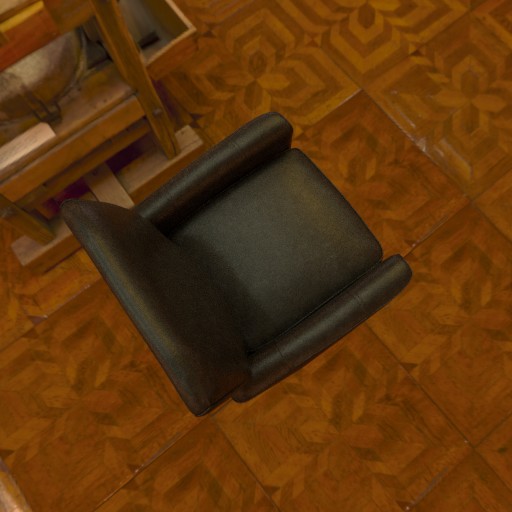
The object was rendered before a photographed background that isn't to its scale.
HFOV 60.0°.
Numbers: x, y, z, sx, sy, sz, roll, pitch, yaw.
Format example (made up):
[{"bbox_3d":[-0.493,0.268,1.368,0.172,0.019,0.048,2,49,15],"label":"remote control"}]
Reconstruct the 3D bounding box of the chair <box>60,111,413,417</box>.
[{"bbox_3d":[0.000,0.000,1.635,0.864,1.014,0.848,-35,78,-9],"label":"chair"}]
